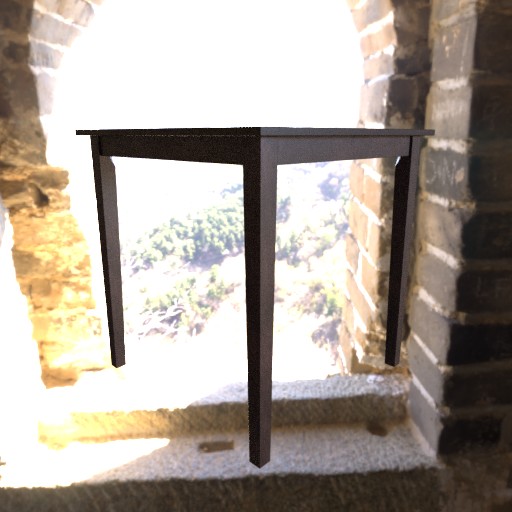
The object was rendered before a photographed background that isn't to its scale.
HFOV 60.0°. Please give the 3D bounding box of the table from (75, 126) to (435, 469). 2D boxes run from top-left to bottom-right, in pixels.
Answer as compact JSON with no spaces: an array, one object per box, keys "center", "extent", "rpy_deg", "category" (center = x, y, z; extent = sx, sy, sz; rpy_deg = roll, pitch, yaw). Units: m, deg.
[{"center":[0.000,0.000,1.403],"extent":[0.749,0.770,0.749],"rpy_deg":[14,21,42],"category":"table"}]
